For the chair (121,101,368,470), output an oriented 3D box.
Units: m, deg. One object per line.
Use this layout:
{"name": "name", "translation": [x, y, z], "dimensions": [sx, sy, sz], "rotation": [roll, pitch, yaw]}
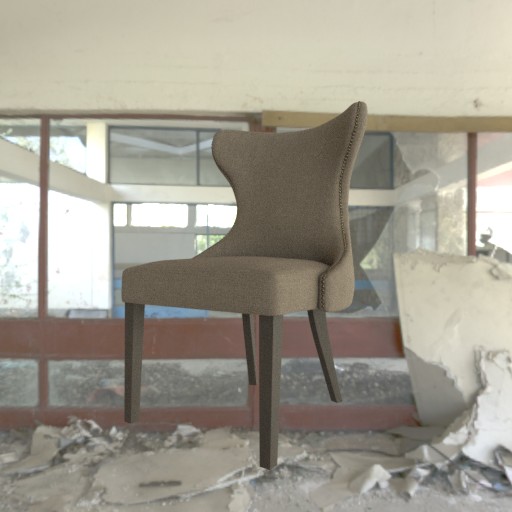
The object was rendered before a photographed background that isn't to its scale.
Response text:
{"name": "chair", "translation": [0.000, 0.000, 1.398], "dimensions": [0.628, 0.967, 0.635], "rotation": [0, 0, 36]}
